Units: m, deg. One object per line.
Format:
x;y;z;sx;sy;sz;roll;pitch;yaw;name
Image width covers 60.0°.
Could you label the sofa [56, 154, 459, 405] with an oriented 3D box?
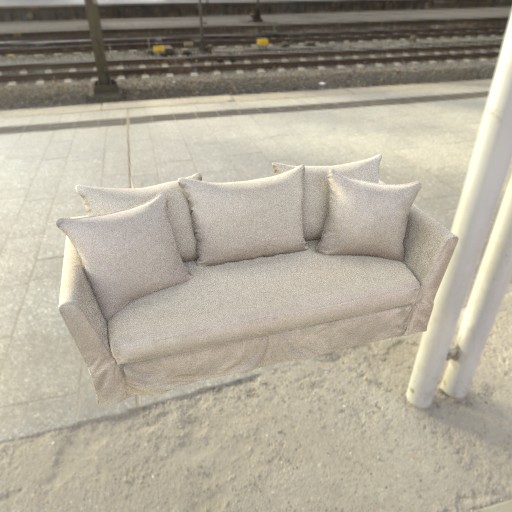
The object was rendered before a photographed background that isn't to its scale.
0.000;0.000;2.914;2.290;1.034;1.031;-9;34;-14;sofa
